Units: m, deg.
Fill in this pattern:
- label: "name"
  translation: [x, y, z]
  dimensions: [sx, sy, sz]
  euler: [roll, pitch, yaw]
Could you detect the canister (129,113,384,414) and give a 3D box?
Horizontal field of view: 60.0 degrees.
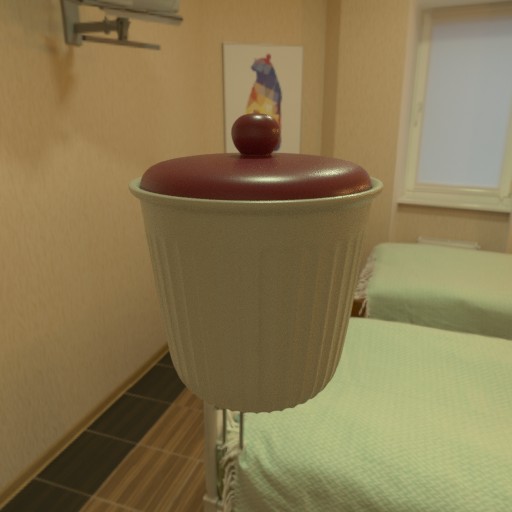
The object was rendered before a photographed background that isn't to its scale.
- label: "canister"
  translation: [0.000, 0.000, 0.343]
  dimensions: [0.181, 0.211, 0.181]
  euler: [0, 18, 0]
